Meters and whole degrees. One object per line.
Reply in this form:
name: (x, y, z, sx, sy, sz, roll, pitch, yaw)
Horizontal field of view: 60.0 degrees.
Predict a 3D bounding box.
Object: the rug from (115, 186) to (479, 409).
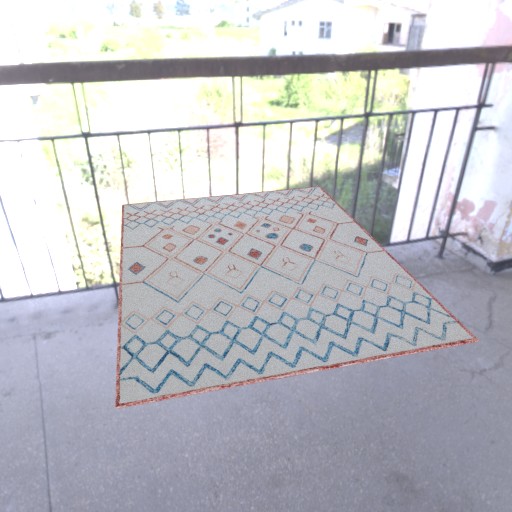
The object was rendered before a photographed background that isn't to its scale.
rug: (0.000, 0.000, 4.105, 2.441, 0.016, 3.050, -7, 31, -12)
